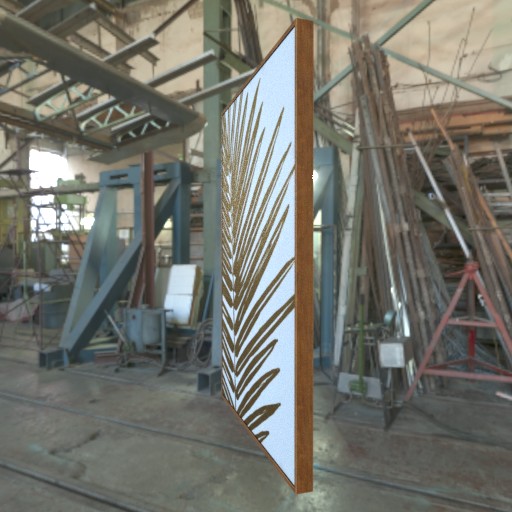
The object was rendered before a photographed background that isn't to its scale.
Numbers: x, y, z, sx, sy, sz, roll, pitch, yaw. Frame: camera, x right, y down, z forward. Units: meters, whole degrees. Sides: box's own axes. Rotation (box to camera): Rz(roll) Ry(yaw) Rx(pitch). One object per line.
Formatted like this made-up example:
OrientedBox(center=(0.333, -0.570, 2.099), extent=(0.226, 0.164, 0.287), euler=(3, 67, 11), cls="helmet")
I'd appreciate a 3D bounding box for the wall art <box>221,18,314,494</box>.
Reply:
OrientedBox(center=(0.000, 0.000, 1.144), extent=(0.037, 0.914, 0.610), euler=(0, 1, -18), cls="wall art")
